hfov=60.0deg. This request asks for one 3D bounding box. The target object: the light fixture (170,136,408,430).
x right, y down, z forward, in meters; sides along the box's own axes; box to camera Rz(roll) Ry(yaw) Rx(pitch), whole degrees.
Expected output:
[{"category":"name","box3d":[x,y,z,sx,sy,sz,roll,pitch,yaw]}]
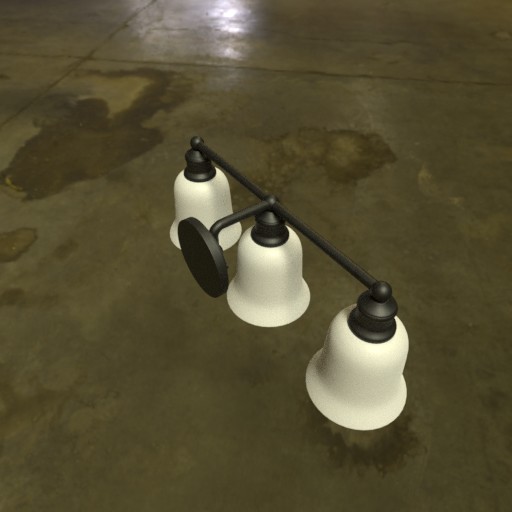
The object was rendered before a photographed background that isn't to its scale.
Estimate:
[{"category":"light fixture","box3d":[0.000,0.000,0.691,0.198,0.211,0.570,-26,49,-25]}]
